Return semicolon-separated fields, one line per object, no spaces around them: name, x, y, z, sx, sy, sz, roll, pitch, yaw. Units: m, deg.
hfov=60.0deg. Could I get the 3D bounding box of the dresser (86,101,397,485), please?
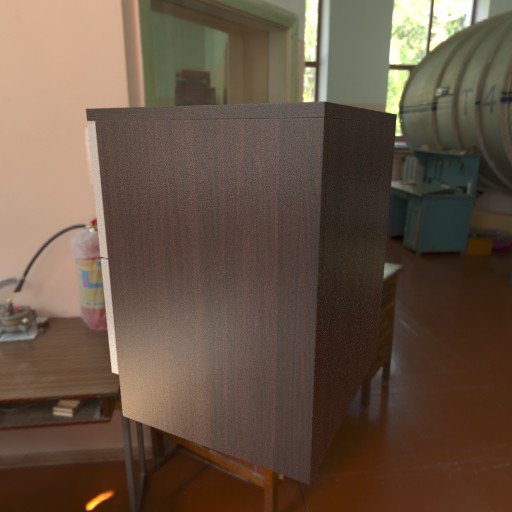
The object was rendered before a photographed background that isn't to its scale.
dresser;0.000;0.000;0.760;0.360;0.470;0.400;8;18;26
